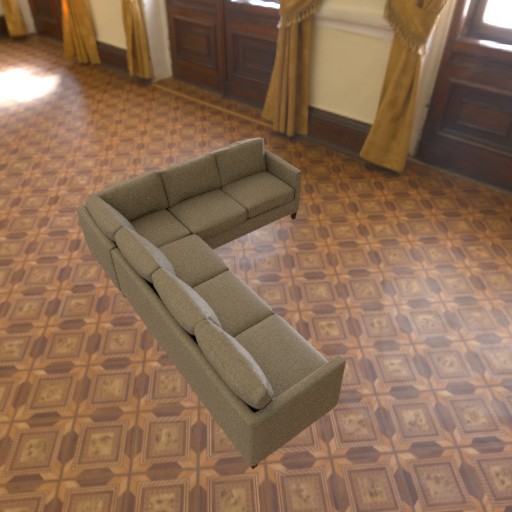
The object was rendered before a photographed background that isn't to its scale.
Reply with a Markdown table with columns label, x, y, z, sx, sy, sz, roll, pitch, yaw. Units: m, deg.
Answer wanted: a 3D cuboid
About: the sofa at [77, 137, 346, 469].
| label | x | y | z | sx | sy | sz | roll | pitch | yaw |
| --- | --- | --- | --- | --- | --- | --- | --- | --- | --- |
| sofa | 0.000 | 0.000 | 4.667 | 2.593 | 0.947 | 3.302 | -26 | 47 | -27 |
